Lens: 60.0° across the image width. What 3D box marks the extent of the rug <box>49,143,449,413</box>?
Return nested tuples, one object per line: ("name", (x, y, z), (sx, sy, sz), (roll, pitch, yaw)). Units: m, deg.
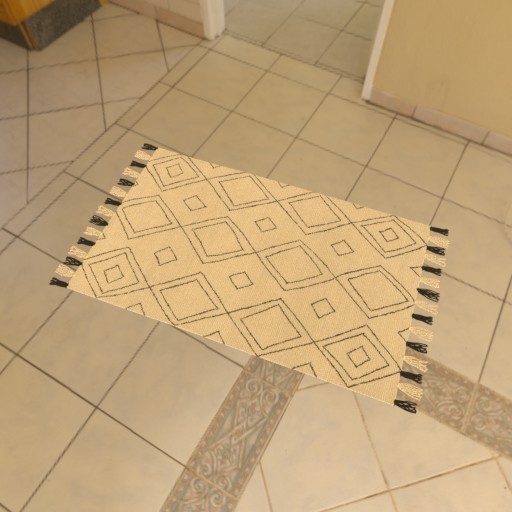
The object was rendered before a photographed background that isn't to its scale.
("rug", (0.000, 0.000, 3.402), (2.755, 0.021, 1.524), (18, 61, 10))
